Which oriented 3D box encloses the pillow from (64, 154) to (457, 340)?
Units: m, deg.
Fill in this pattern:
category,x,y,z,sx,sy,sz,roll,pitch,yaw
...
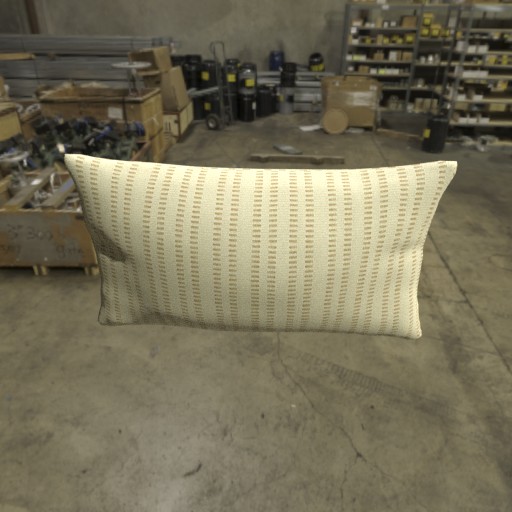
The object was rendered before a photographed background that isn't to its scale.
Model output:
category,x,y,z,sx,sy,sz,roll,pitch,yaw
pillow,0.000,0.000,0.785,0.640,0.353,0.210,2,29,3
